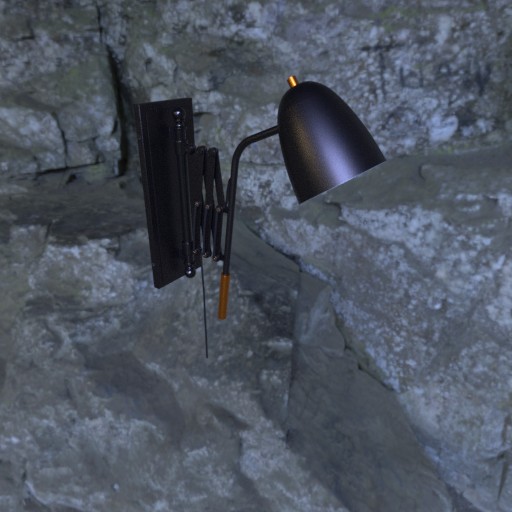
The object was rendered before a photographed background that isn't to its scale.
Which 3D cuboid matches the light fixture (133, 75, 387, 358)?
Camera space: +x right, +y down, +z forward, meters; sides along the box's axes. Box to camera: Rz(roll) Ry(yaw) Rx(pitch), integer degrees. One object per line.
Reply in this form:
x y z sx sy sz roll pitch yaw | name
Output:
0.000 0.000 0.938 0.499 0.715 0.162 18 31 32 | light fixture
